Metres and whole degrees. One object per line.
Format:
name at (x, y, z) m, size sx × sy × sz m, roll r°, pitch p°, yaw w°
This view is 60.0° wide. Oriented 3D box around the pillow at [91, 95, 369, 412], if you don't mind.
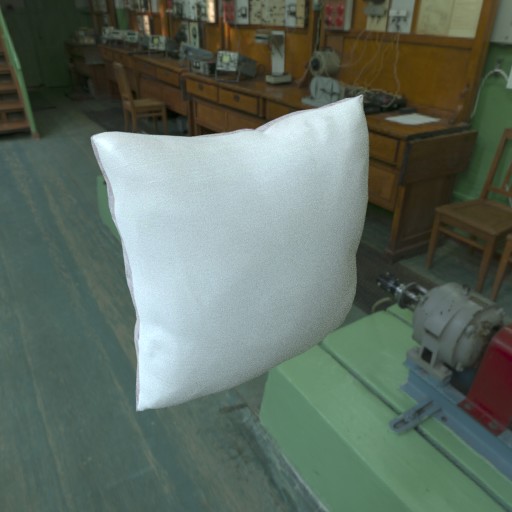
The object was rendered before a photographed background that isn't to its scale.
pillow at (0.000, 0.000, 0.705) m, size 0.450 × 0.448 × 0.245 m, roll -19°, pitch 35°, yaw -29°
